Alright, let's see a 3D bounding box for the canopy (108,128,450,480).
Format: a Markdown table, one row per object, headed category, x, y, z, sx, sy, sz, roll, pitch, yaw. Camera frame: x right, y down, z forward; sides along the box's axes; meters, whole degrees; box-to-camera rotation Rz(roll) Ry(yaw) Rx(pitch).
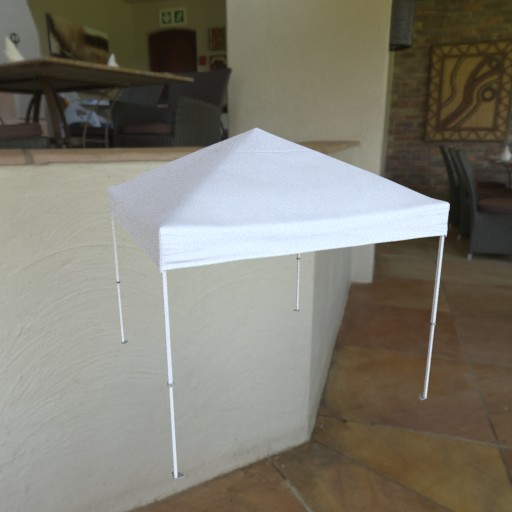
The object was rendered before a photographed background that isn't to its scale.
| category | x | y | z | sx | sy | sz | roll | pitch | yaw |
| --- | --- | --- | --- | --- | --- | --- | --- | --- | --- |
| canopy | 0.000 | 0.000 | 5.390 | 2.998 | 2.997 | 2.996 | -7 | 17 | -24 |
